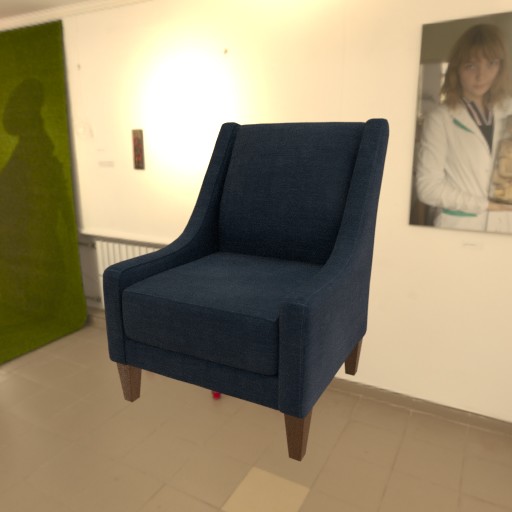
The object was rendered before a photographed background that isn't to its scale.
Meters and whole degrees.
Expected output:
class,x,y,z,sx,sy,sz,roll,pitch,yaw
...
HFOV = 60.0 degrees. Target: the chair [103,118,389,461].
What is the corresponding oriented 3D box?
class,x,y,z,sx,sy,sz,roll,pitch,yaw
chair,0.000,0.000,1.676,0.774,1.014,0.870,7,16,27
